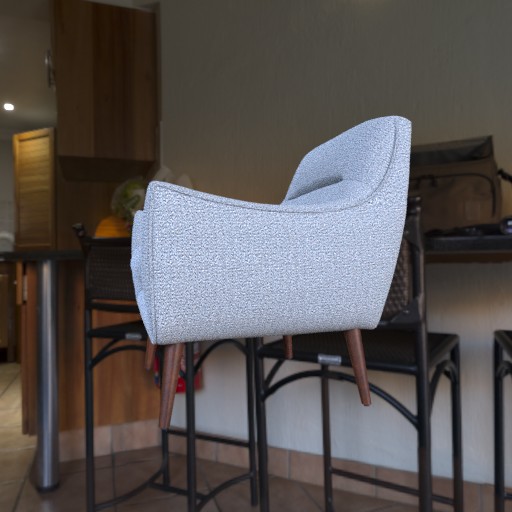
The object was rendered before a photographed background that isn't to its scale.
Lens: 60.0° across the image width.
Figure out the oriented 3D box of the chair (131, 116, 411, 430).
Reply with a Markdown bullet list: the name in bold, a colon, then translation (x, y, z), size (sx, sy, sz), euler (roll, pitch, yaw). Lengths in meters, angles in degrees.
- **chair**: translation (0.000, 0.000, 1.455), size (0.787, 0.838, 0.762), euler (0, 0, -17)
